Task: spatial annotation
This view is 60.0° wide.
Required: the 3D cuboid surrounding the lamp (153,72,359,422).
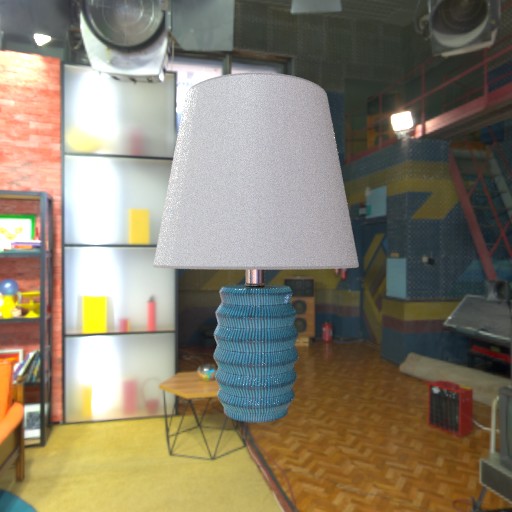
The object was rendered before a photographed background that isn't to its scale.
[{"bbox_3d":[0.000,0.000,0.562,0.254,0.392,0.254,0,0,0],"label":"lamp"}]
